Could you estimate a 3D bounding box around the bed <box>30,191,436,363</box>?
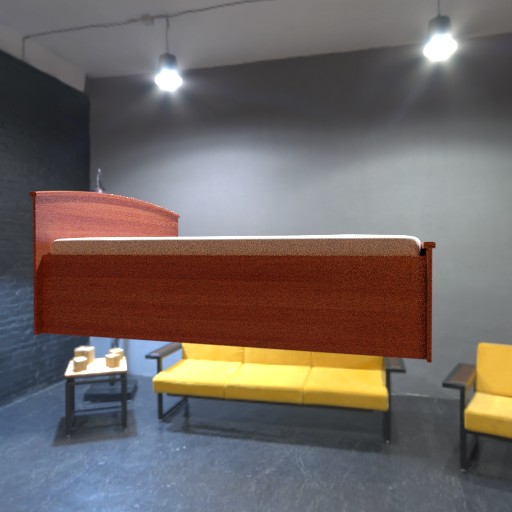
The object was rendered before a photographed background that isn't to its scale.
[{"bbox_3d":[0.000,0.000,2.913,2.053,0.848,1.683,0,1,17],"label":"bed"}]
